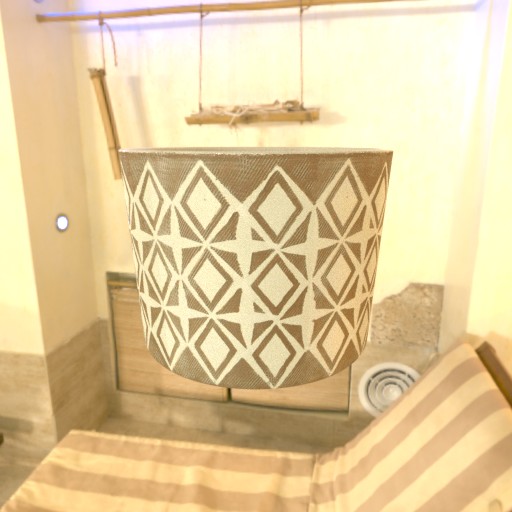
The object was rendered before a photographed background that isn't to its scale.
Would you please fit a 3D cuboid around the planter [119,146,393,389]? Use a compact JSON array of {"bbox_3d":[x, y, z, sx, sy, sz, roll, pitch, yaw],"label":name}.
[{"bbox_3d":[0.000,0.000,0.465,0.260,0.220,0.260,0,15,0],"label":"planter"}]
